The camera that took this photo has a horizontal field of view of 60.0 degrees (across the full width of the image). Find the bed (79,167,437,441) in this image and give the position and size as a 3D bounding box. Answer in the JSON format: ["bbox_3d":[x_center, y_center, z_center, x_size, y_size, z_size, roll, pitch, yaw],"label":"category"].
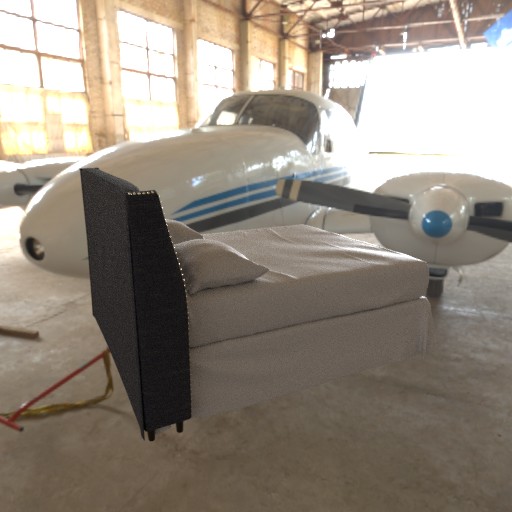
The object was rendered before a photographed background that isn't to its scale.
[{"bbox_3d":[0.000,0.000,3.429,2.276,1.332,1.925,-7,17,-26],"label":"bed"}]
